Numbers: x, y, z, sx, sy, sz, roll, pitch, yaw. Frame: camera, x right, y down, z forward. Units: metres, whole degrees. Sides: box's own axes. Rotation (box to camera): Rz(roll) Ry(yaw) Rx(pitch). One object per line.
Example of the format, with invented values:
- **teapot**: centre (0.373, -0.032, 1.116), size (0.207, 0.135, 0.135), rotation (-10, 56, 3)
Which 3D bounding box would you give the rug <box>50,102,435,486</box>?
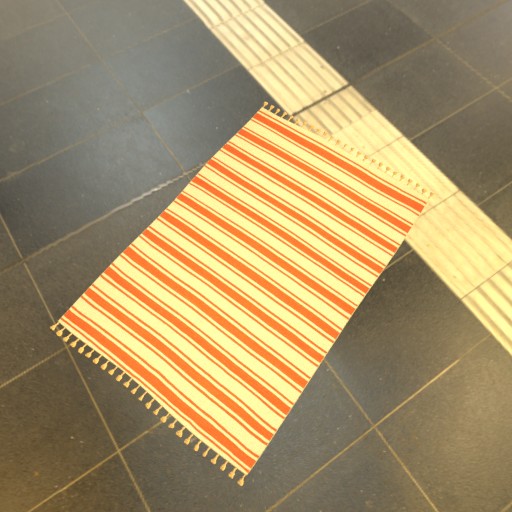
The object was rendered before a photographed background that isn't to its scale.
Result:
- **rug**: centre (0.000, 0.000, 3.095), size (1.556, 0.022, 2.433), rotation (34, 69, 14)
